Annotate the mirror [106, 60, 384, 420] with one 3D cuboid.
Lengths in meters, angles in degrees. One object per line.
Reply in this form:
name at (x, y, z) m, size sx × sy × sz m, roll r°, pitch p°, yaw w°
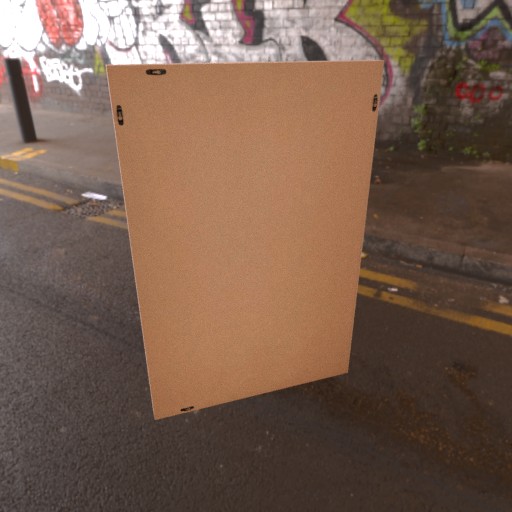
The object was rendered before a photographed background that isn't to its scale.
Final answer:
mirror at (0.000, 0.000, 1.142) m, size 0.609 × 0.915 × 0.041 m, roll -9°, pitch 28°, yaw -17°
